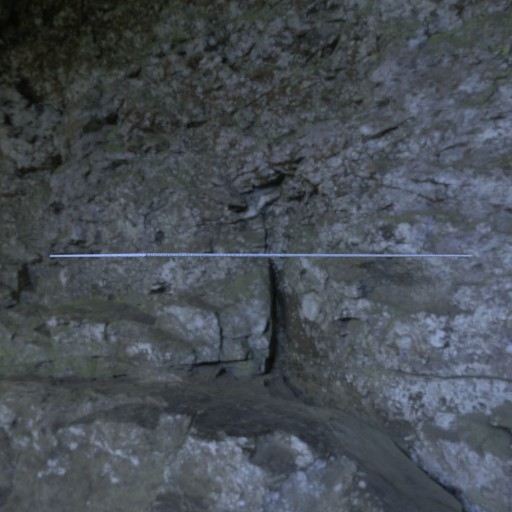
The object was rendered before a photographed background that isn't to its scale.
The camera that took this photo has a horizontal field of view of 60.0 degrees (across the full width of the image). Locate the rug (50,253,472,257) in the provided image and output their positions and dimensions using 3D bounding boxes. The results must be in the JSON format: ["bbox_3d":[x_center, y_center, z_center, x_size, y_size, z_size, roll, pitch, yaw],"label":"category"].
[{"bbox_3d":[0.000,0.000,4.146,3.123,0.017,2.447,0,0,-35],"label":"rug"}]
